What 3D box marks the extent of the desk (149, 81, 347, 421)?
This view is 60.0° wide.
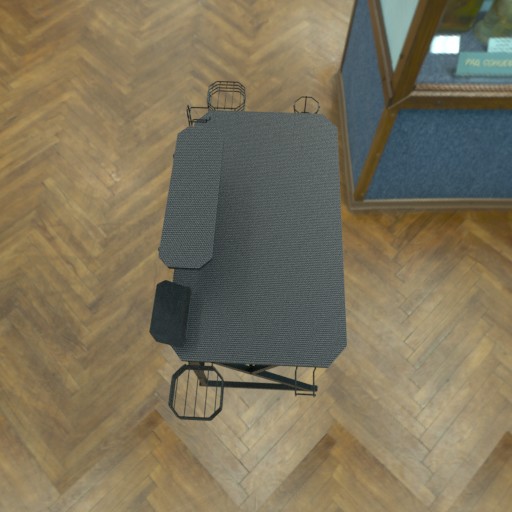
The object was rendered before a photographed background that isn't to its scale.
[{"bbox_3d":[0.000,0.000,1.760,0.580,0.880,1.290,2,64,1],"label":"desk"}]
